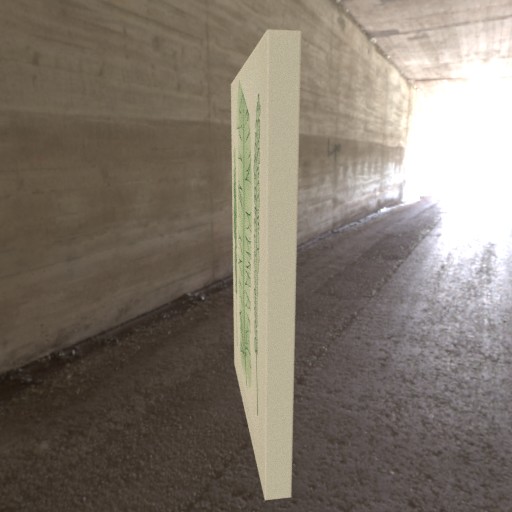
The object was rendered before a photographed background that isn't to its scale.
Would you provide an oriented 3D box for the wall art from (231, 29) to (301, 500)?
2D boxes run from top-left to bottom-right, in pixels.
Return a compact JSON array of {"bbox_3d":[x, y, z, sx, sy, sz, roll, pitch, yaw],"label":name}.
[{"bbox_3d":[0.000,0.000,0.759,0.038,0.608,0.418,-2,13,-8],"label":"wall art"}]
